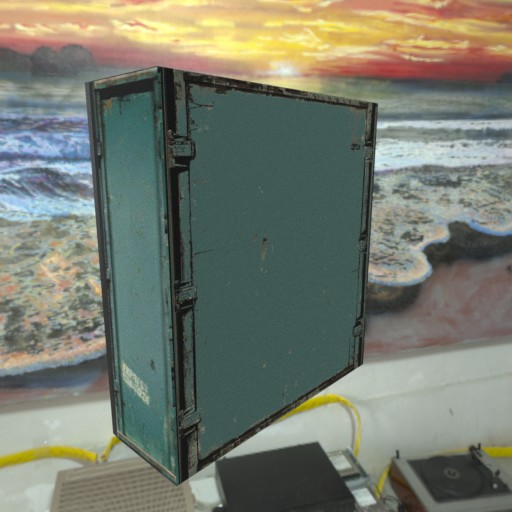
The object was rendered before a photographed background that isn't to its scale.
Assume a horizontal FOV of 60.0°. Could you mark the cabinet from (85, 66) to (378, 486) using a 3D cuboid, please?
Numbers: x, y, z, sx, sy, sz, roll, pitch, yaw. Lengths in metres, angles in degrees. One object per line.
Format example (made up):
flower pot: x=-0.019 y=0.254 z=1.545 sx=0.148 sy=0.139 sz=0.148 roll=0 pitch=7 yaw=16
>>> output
cabinet: x=0.000 y=0.000 z=3.134 sx=0.680 sy=2.160 sz=2.000 roll=12 pitch=17 yaw=42
